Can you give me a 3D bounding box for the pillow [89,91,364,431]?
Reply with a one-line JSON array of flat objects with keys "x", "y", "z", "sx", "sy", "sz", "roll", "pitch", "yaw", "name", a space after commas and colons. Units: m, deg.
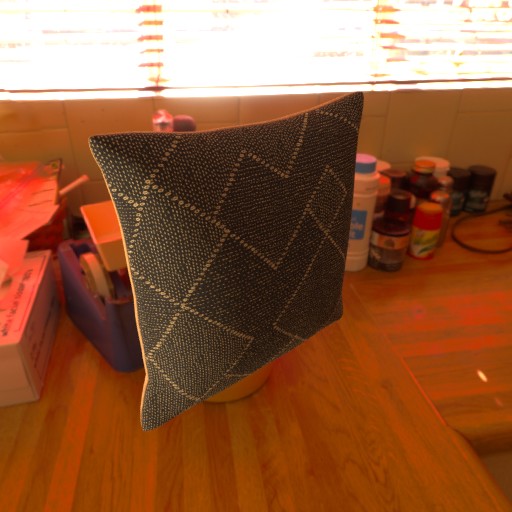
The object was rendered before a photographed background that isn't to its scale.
[{"x": 0.000, "y": 0.000, "z": 0.665, "sx": 0.435, "sy": 0.428, "sz": 0.148, "roll": -22, "pitch": 37, "yaw": -34, "name": "pillow"}]
